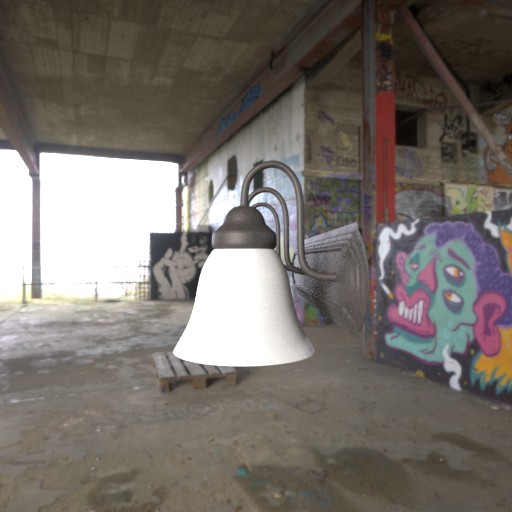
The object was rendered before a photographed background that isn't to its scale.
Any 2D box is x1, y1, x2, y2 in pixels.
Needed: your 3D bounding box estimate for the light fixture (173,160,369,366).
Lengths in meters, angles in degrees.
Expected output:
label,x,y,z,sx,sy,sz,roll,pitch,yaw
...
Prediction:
label,x,y,z,sx,sy,sz,roll,pitch,yaw
light fixture,0.000,0.000,0.714,0.199,0.222,0.610,0,0,-1
